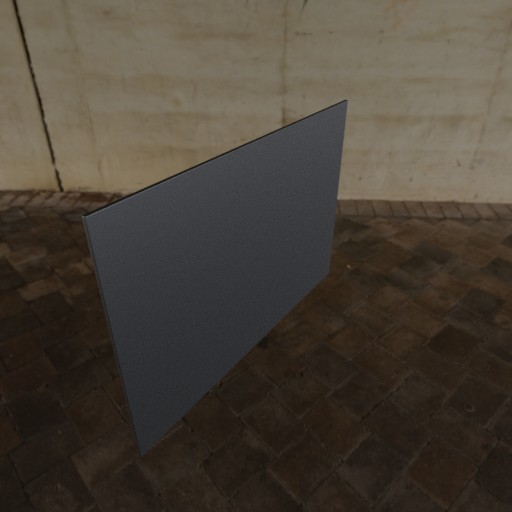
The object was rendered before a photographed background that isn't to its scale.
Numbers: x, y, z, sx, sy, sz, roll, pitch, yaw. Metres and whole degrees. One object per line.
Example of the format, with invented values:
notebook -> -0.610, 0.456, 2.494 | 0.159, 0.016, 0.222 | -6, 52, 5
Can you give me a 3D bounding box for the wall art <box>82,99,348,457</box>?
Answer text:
wall art -> 0.000, 0.000, 1.519 | 0.013, 0.811, 1.192 | 21, 38, 30
